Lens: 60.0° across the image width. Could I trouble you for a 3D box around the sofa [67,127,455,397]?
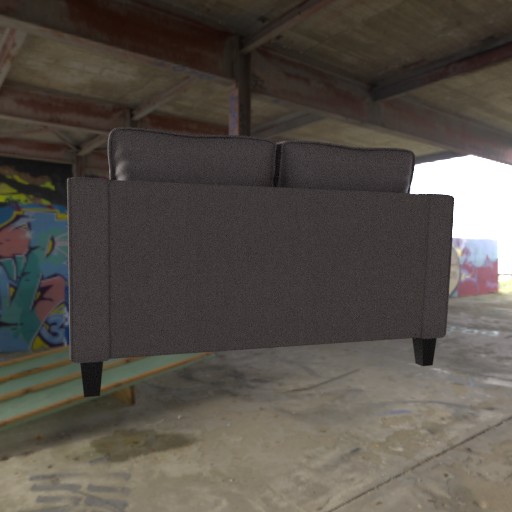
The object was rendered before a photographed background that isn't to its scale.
[{"bbox_3d":[0.000,0.000,2.005,1.500,0.948,0.791,0,1,-17],"label":"sofa"}]
